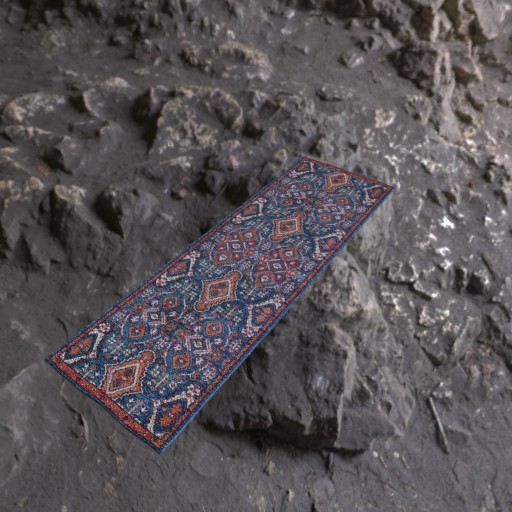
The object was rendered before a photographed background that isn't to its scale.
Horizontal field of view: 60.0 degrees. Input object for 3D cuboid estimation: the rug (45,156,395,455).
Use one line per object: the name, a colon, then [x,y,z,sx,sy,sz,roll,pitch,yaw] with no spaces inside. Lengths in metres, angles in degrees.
rug: [0.000,0.000,2.735,0.801,0.010,2.459,26,48,26]
